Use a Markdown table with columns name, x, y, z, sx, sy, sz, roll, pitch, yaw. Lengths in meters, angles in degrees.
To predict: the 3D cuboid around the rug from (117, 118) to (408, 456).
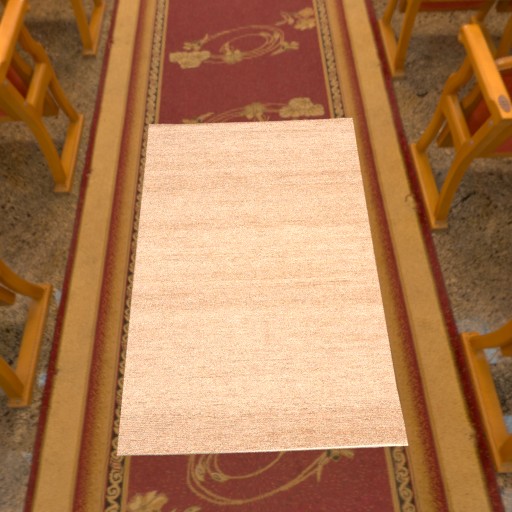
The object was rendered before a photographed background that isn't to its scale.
| name | x | y | z | sx | sy | sz | roll | pitch | yaw |
| --- | --- | --- | --- | --- | --- | --- | --- | --- | --- |
| rug | 0.000 | 0.000 | 2.897 | 1.574 | 0.029 | 2.346 | -2 | 64 | -1 |
